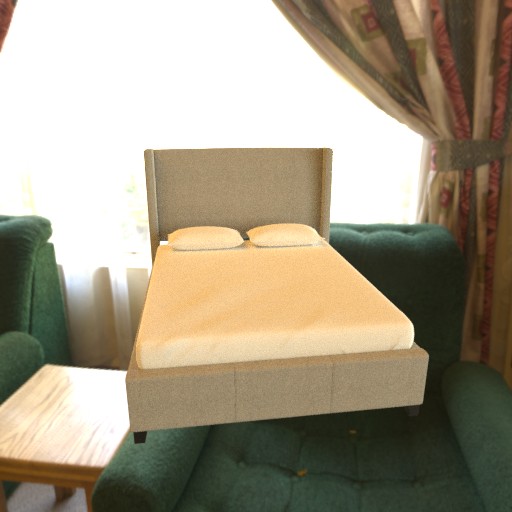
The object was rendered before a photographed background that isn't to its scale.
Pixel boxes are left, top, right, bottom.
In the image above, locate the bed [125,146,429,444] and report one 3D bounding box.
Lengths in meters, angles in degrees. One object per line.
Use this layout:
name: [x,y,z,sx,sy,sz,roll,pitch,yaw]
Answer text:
bed: [0.000,0.000,3.450,1.774,1.491,2.222,-3,18,-8]
